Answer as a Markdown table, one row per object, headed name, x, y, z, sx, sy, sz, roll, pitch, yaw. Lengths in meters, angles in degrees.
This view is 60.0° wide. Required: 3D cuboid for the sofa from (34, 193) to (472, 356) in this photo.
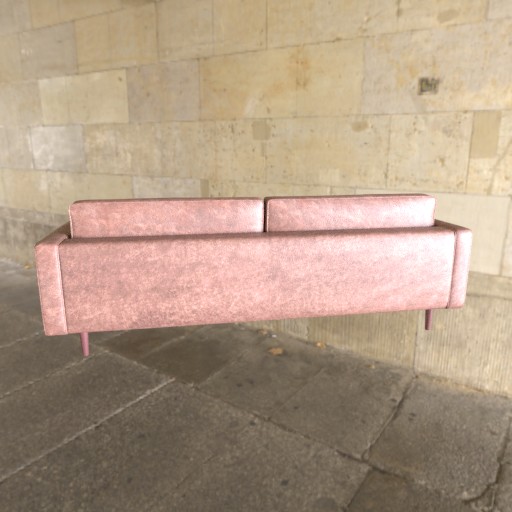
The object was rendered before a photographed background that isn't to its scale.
| name | x | y | z | sx | sy | sz | roll | pitch | yaw |
| --- | --- | --- | --- | --- | --- | --- | --- | --- | --- |
| sofa | 0.000 | 0.000 | 2.643 | 2.210 | 0.762 | 0.914 | -2 | 14 | -10 |
